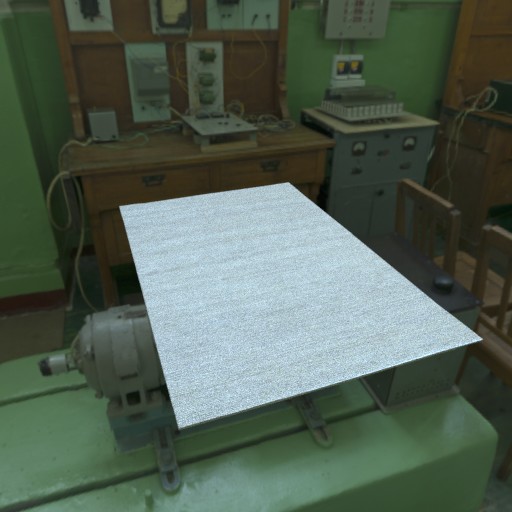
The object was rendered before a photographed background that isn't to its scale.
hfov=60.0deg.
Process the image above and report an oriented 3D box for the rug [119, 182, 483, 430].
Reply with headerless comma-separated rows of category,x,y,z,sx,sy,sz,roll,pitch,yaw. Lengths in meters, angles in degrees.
rug,0.000,0.000,2.251,1.179,0.022,1.820,-10,31,-18
